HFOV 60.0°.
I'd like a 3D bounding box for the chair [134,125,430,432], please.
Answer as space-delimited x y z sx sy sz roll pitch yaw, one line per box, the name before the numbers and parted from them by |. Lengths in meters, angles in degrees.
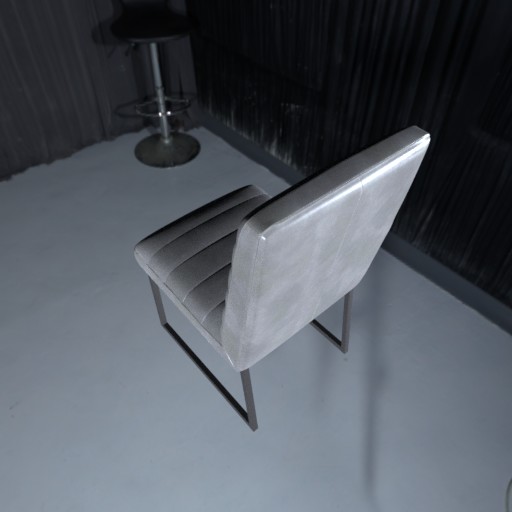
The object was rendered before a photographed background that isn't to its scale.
chair | 0.000 0.000 1.343 0.520 0.930 0.634 -32 54 -27
